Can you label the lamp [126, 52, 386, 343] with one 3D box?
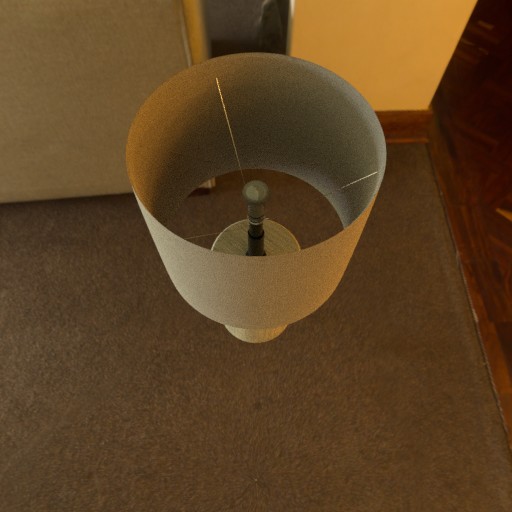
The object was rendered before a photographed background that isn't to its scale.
[{"bbox_3d":[0.000,0.000,0.585,0.228,0.444,0.228,35,68,16],"label":"lamp"}]
